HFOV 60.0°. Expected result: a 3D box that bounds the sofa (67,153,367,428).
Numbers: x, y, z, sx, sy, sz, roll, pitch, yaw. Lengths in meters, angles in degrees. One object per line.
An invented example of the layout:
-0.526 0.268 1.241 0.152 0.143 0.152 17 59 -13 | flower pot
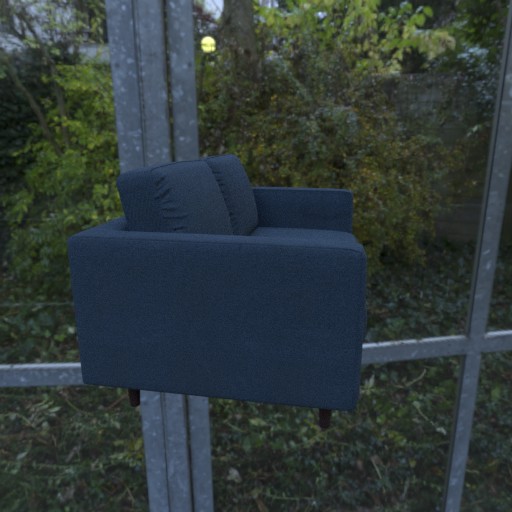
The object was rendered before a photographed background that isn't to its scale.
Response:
0.000 0.000 2.152 0.999 0.930 1.518 3 16 10 | sofa
